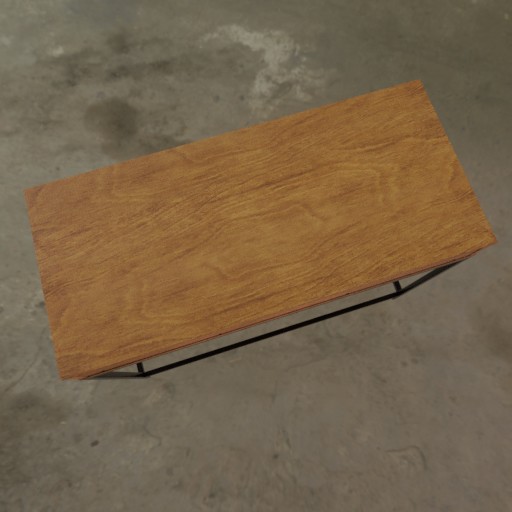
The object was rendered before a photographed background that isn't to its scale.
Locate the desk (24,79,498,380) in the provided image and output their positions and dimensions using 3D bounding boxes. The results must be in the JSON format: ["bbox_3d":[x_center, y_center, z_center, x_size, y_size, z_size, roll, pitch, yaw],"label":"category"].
[{"bbox_3d":[0.000,0.000,1.403,1.016,0.762,0.470,-17,75,-5],"label":"desk"}]
